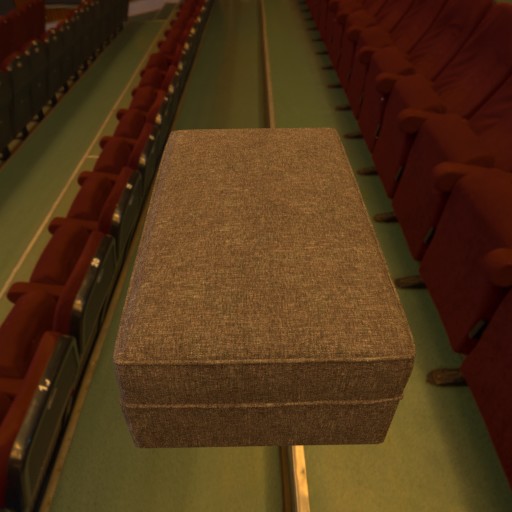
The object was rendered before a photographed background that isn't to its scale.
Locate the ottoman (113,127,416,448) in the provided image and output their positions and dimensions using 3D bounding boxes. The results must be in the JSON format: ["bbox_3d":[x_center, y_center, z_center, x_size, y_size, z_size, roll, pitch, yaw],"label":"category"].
[{"bbox_3d":[0.000,0.000,1.534,0.717,0.487,1.184,-1,41,-1],"label":"ottoman"}]
